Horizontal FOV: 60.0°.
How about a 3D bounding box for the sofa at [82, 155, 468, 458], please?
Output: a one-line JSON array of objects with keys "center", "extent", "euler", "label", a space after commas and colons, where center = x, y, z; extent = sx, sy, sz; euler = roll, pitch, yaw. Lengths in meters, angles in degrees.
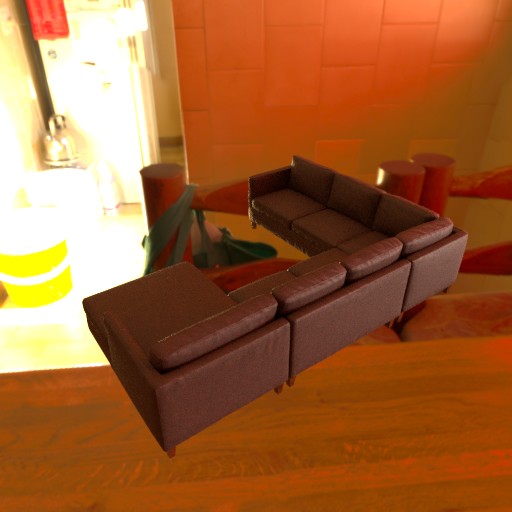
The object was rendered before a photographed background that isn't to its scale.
[{"center": [0.000, 0.000, 4.581], "extent": [3.460, 0.923, 2.593], "euler": [-21, 37, -30], "label": "sofa"}]
